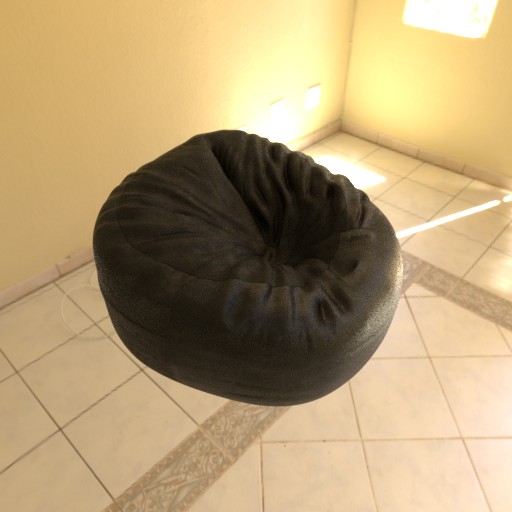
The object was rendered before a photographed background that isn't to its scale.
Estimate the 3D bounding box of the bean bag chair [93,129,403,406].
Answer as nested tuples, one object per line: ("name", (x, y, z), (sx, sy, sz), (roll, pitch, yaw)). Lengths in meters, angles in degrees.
("bean bag chair", (0.000, 0.000, 2.386), (1.524, 0.878, 1.524), (24, 46, 25))
